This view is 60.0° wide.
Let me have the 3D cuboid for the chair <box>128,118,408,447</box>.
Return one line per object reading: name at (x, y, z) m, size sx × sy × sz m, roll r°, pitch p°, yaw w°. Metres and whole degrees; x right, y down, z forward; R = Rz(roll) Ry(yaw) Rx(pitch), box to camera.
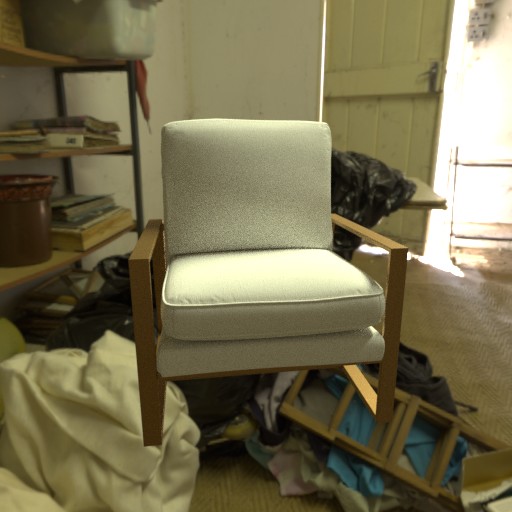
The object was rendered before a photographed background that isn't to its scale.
chair at (0.000, 0.000, 1.621) m, size 0.805 × 0.966 × 0.813 m, roll -2°, pitch 17°, yaw -8°
